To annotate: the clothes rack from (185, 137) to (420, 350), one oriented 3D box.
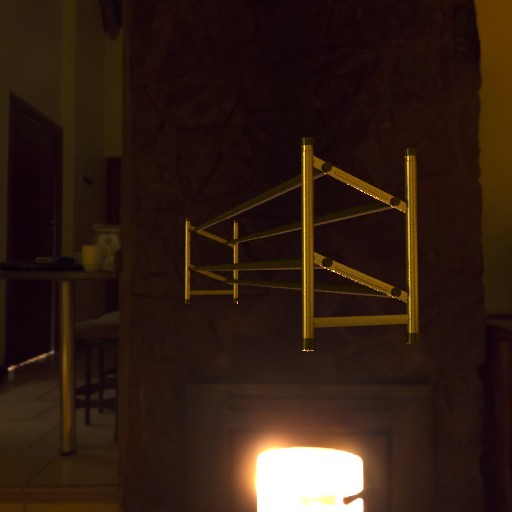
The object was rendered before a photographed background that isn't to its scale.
[{"bbox_3d":[0.000,0.000,1.305,0.229,0.349,1.168,1,-2,-19],"label":"clothes rack"}]
